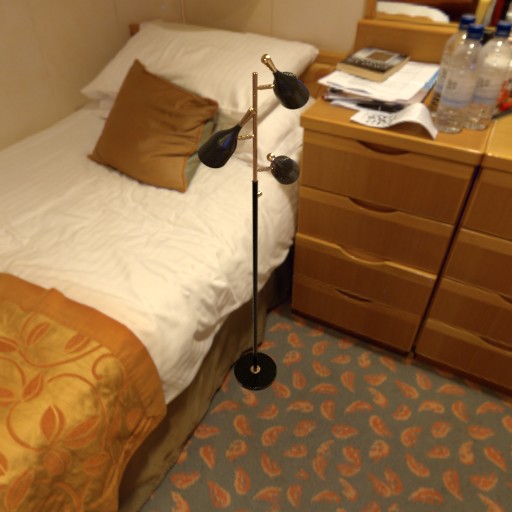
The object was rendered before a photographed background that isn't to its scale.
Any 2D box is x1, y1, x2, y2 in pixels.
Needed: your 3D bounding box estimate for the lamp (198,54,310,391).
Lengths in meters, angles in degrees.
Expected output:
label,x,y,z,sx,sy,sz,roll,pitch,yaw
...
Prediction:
label,x,y,z,sx,sy,sz,roll,pitch,yaw
lamp,0.000,0.000,2.027,0.434,1.778,0.253,-12,42,-14
